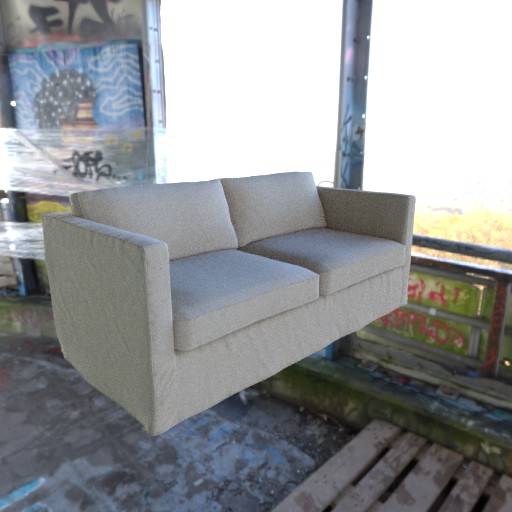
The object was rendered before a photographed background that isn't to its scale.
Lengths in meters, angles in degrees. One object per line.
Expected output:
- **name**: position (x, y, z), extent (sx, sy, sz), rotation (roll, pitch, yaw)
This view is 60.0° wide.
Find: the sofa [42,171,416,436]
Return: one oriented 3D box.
- **sofa**: position (0.000, 0.000, 2.480), extent (1.959, 0.835, 0.962), rotation (-14, 21, -43)
